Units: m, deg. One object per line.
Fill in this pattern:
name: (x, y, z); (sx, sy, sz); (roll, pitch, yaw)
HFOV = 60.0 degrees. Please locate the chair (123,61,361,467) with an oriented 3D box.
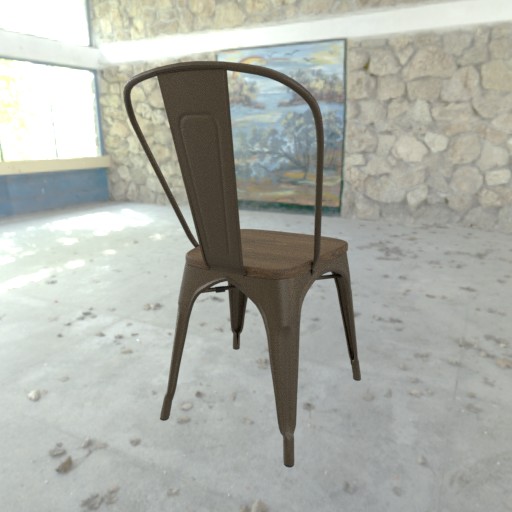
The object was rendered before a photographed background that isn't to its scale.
chair: (0.000, 0.000, 1.123); (0.451, 0.844, 0.532); (8, 17, 27)
